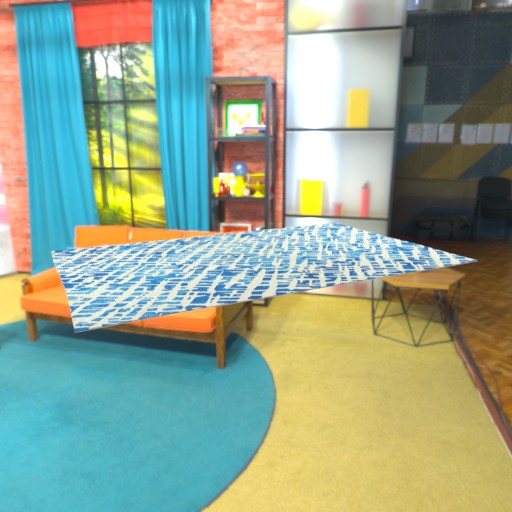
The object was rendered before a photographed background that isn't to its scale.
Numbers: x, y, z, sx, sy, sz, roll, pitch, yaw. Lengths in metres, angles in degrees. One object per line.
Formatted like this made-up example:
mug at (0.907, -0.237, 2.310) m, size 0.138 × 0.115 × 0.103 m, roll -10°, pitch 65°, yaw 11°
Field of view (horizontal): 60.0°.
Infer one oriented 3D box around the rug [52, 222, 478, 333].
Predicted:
rug at (0.000, 0.000, 2.984) m, size 2.447 × 0.011 × 1.520 m, roll -7°, pitch 16°, yaw -26°
